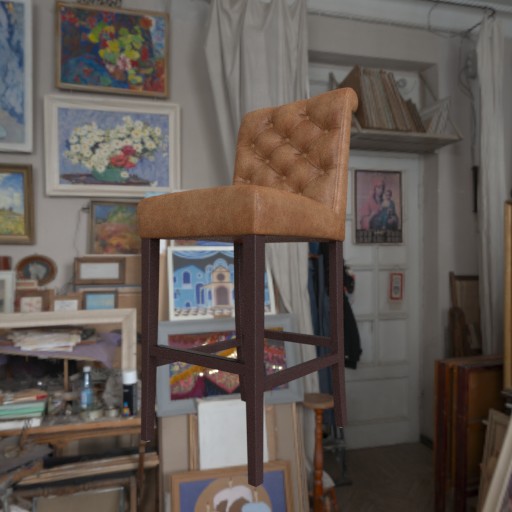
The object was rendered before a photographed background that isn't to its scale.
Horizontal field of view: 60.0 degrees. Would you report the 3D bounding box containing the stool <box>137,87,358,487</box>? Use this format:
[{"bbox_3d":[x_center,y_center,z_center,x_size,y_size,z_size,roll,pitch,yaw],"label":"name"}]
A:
[{"bbox_3d":[0.000,0.000,1.447,0.493,1.140,0.601,0,0,38],"label":"stool"}]
